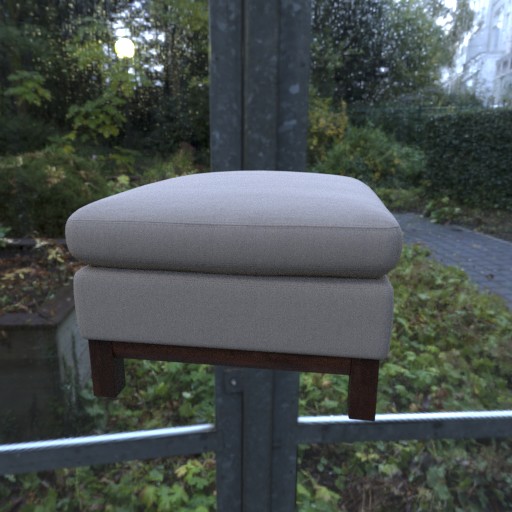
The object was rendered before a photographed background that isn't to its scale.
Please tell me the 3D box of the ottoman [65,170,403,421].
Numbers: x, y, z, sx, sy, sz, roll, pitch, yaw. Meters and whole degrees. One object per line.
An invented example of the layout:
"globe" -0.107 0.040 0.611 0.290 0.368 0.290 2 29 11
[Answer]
"ottoman" 0.000 0.000 1.133 0.606 0.420 0.771 2 15 8
